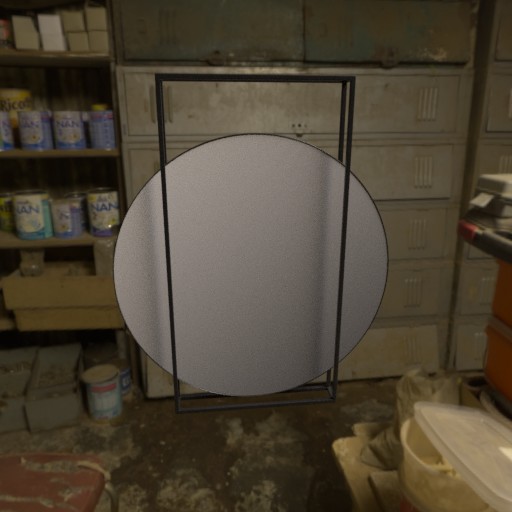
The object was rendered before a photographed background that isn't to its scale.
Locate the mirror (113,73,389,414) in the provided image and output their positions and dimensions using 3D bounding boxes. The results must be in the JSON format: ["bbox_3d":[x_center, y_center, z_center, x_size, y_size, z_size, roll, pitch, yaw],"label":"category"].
[{"bbox_3d":[0.000,0.000,0.799,0.508,0.603,0.051,-2,17,-6],"label":"mirror"}]
